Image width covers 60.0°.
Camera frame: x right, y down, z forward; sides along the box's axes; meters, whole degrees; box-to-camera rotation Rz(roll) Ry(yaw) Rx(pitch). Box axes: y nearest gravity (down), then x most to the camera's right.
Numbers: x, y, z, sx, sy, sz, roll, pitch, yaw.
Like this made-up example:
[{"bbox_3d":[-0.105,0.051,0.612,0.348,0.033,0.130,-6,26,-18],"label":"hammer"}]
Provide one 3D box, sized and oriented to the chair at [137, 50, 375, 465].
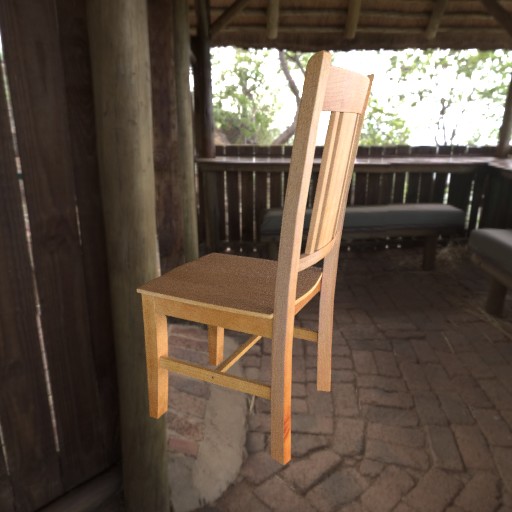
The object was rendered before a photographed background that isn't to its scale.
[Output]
[{"bbox_3d":[0.000,0.000,1.283,0.556,0.998,0.450,8,18,25],"label":"chair"}]
